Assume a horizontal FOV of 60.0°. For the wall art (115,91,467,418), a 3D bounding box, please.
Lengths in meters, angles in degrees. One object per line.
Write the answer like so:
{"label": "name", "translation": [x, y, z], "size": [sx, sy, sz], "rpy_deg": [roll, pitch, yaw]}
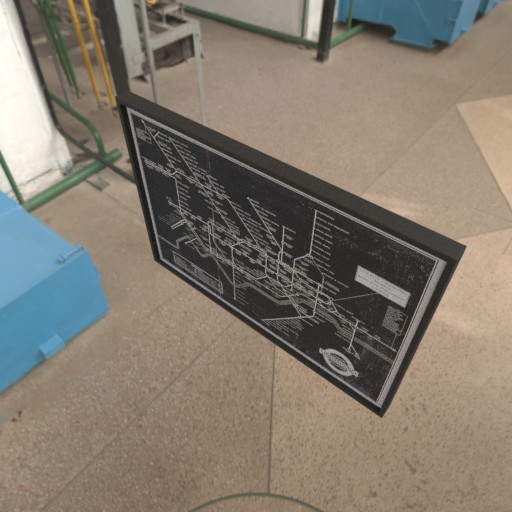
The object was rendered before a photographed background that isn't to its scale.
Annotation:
{"label": "wall art", "translation": [0.000, 0.000, 0.573], "size": [0.443, 0.301, 0.021], "rpy_deg": [31, 53, 26]}
